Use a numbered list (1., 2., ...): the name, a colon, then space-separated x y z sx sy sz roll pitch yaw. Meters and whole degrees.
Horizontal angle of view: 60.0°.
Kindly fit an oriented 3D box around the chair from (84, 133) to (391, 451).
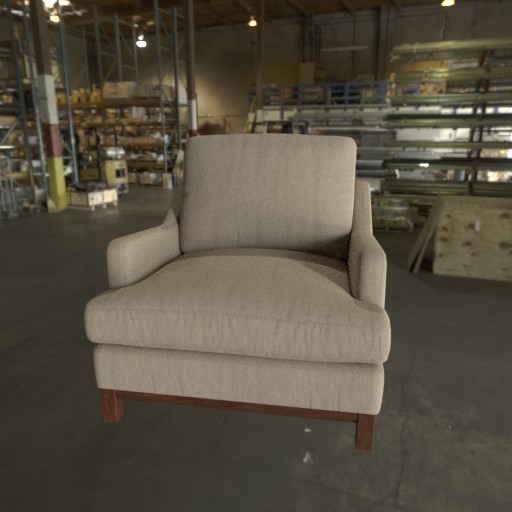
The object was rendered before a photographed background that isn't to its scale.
1. chair: 0.000 0.000 1.702 0.912 0.916 1.001 2 15 9
